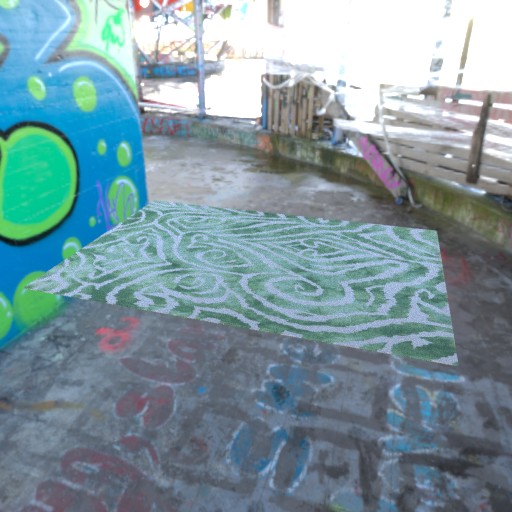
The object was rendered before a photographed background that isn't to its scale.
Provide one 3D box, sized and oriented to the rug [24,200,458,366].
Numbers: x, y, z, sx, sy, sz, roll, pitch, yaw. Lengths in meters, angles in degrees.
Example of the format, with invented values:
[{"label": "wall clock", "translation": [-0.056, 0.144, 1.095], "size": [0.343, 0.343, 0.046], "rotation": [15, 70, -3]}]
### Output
[{"label": "rug", "translation": [0.000, 0.000, 2.290], "size": [1.826, 0.006, 1.220], "rotation": [8, 28, 15]}]
